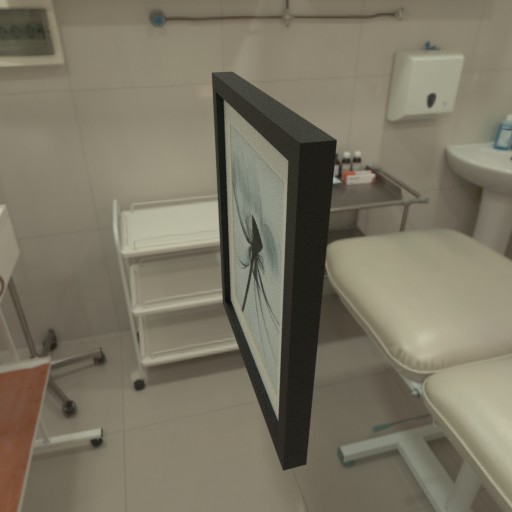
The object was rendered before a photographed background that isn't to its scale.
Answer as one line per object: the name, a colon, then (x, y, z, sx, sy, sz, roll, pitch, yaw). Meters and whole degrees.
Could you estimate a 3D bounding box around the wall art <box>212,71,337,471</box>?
wall art: (0.000, 0.000, 0.552, 0.029, 0.381, 0.330, -8, 32, -13)
